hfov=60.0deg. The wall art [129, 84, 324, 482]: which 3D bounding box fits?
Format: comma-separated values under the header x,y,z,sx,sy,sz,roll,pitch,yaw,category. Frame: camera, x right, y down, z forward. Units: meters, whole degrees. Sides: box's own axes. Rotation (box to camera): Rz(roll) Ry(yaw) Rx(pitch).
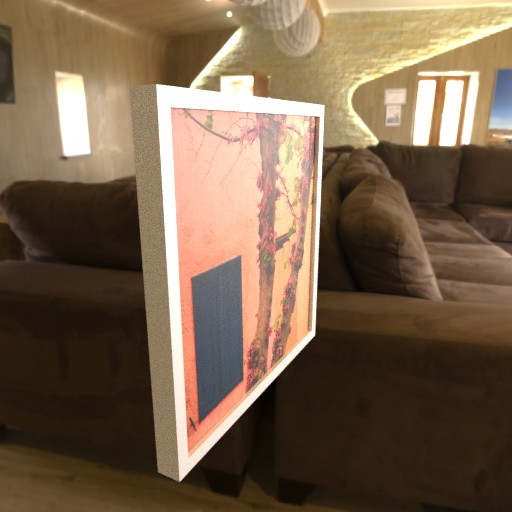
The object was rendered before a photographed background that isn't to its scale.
x,y,z,sx,sy,sz,roll,pitch,yaw,category
0.000,0.000,0.757,0.038,0.508,0.507,9,18,27,wall art
